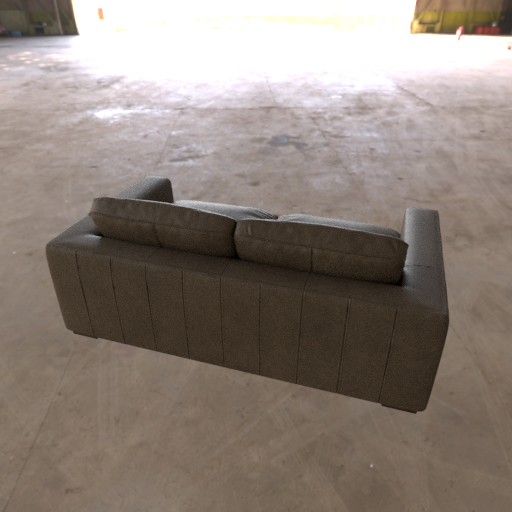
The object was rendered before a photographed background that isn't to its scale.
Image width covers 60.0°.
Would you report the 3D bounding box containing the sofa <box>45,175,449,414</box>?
[{"bbox_3d":[0.000,0.000,2.471,1.920,0.800,1.070,9,32,15],"label":"sofa"}]
